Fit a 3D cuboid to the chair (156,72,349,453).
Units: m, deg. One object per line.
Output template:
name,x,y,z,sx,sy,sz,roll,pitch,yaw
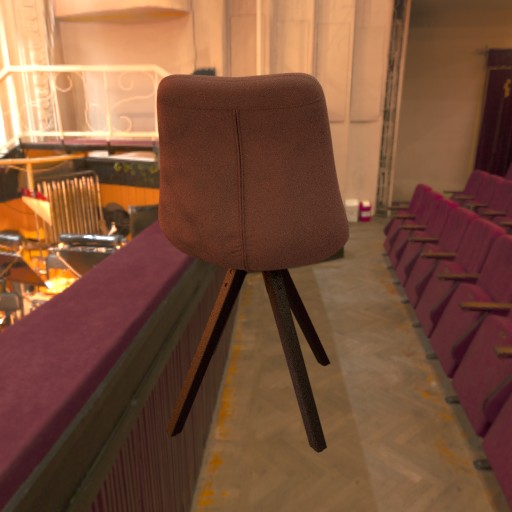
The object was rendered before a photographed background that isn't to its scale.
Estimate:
chair,0.000,0.000,1.195,0.483,0.865,0.547,3,17,8
